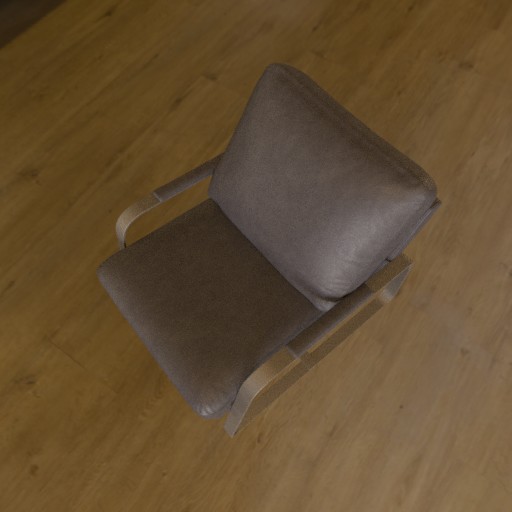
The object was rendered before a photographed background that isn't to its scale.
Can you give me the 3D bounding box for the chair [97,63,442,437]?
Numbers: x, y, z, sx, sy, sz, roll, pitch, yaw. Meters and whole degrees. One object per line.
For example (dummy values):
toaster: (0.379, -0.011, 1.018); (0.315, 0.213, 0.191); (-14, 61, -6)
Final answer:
chair: (0.000, 0.000, 1.435); (0.878, 0.839, 0.692); (-36, 69, -16)
